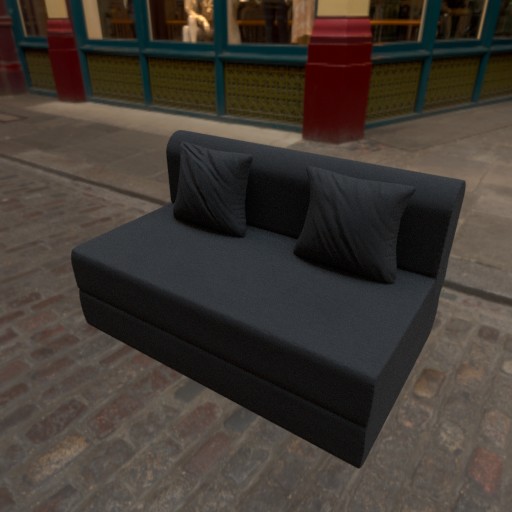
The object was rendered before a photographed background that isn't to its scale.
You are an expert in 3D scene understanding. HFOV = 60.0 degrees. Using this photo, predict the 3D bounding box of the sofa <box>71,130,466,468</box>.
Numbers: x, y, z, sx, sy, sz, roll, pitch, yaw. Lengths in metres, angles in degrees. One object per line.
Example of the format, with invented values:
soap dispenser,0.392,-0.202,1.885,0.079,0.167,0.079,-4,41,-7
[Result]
sofa,0.000,0.000,1.665,1.225,0.670,0.762,18,34,29
